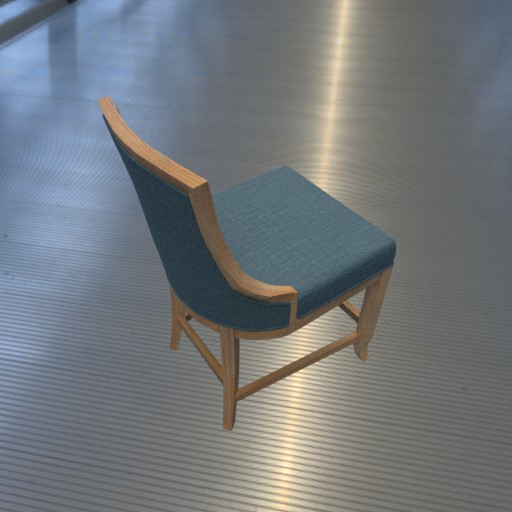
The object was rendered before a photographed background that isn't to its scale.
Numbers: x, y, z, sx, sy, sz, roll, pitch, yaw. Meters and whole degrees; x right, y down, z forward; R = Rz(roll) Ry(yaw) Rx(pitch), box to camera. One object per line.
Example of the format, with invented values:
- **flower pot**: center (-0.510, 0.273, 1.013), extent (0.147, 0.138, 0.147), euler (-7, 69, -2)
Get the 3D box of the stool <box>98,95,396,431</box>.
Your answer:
- **stool**: center (0.000, 0.000, 1.299), extent (0.626, 0.938, 0.524), euler (-26, 48, -25)
